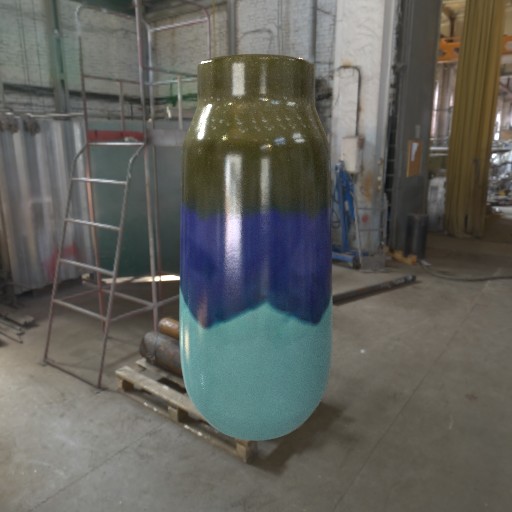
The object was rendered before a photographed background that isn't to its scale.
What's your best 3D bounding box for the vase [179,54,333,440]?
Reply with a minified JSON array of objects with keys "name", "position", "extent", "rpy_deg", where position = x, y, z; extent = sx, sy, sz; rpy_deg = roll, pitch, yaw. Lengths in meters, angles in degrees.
[{"name":"vase","position":[0.000,0.000,0.389],"extent":[0.139,0.313,0.139],"rpy_deg":[0,14,0]}]
